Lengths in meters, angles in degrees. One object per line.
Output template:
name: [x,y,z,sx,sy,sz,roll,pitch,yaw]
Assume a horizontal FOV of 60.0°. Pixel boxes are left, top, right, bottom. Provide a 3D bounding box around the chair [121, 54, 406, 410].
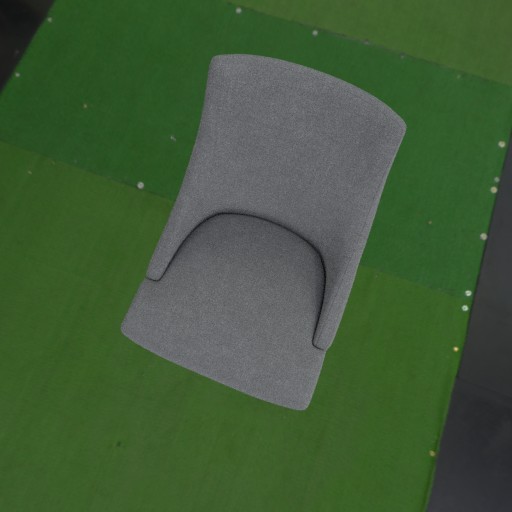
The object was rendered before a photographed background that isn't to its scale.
chair: [0.000,0.000,1.501,0.701,0.909,0.861,22,76,6]
